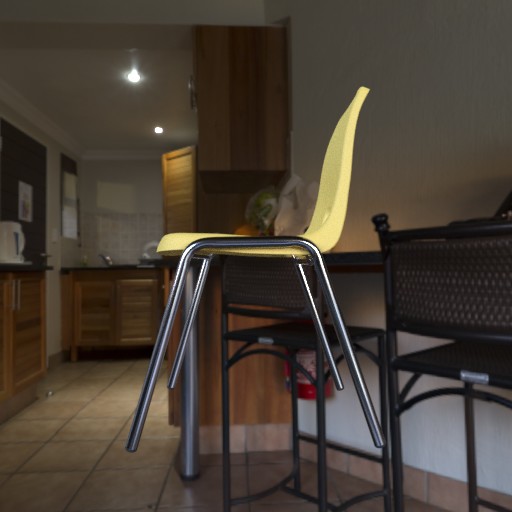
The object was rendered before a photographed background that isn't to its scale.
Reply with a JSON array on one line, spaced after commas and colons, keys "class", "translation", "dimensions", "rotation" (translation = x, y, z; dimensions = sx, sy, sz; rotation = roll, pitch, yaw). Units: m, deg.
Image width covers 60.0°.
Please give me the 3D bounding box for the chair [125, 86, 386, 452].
[{"class": "chair", "translation": [0.000, 0.000, 0.921], "dimensions": [0.436, 0.653, 0.381], "rotation": [0, -1, -1]}]
